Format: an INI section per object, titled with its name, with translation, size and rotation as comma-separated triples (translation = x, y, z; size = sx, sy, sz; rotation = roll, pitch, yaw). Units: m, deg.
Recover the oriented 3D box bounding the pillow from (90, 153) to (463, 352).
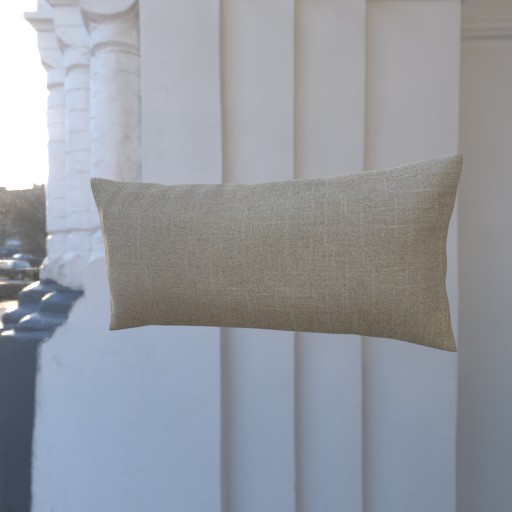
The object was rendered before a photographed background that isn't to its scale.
[pillow]
translation = 0.000, 0.000, 0.727
size = 0.612, 0.282, 0.155
rotation = 0, 0, 18
